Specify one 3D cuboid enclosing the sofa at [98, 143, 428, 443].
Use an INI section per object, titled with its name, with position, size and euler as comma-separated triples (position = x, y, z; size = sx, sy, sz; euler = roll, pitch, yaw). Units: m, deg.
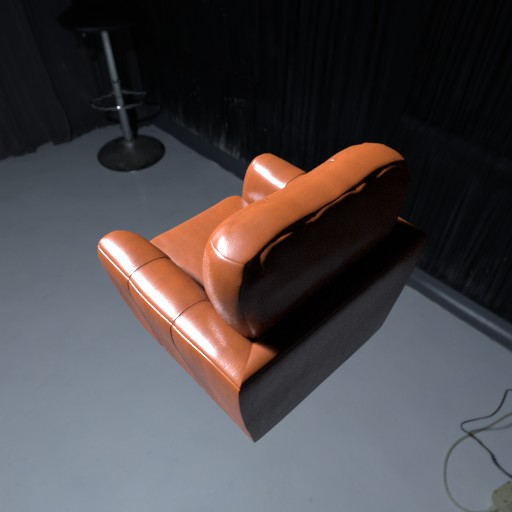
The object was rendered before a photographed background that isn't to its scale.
[sofa]
position = 0.000, 0.000, 1.529
size = 0.836, 0.876, 0.789
euler = -33, 55, -28
